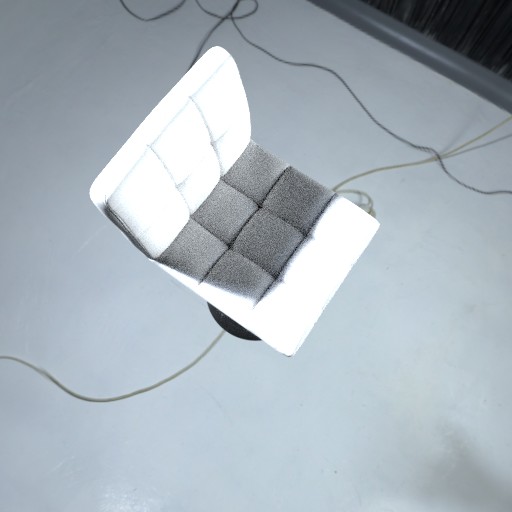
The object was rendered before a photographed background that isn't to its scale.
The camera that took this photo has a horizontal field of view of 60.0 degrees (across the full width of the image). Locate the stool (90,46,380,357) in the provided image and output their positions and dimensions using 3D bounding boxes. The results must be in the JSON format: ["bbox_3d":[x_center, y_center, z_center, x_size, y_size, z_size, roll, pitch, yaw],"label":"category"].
[{"bbox_3d":[0.000,0.000,1.353,0.505,1.115,0.430,34,77,9],"label":"stool"}]
